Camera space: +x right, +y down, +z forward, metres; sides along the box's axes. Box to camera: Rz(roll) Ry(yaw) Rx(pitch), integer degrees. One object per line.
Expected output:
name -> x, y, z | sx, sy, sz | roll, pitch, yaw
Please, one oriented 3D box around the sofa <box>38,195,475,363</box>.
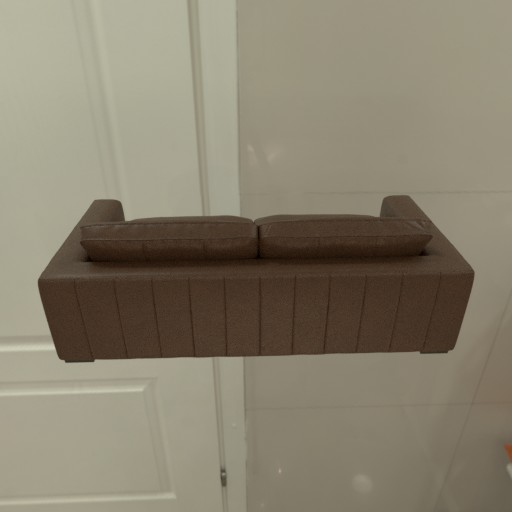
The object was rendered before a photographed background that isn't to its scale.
sofa -> 0.000, 0.000, 2.786 | 2.262, 0.801, 1.070 | -1, 30, -2
